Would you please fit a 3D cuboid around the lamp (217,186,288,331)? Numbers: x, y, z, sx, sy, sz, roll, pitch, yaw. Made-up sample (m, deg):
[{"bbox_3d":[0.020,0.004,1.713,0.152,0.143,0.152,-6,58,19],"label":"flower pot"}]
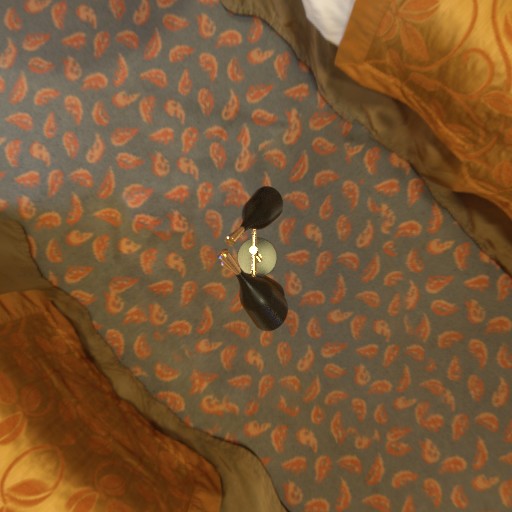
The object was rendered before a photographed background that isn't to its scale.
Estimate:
[{"bbox_3d":[0.000,0.000,1.941,0.253,1.778,0.434,0,89,0],"label":"lamp"}]
